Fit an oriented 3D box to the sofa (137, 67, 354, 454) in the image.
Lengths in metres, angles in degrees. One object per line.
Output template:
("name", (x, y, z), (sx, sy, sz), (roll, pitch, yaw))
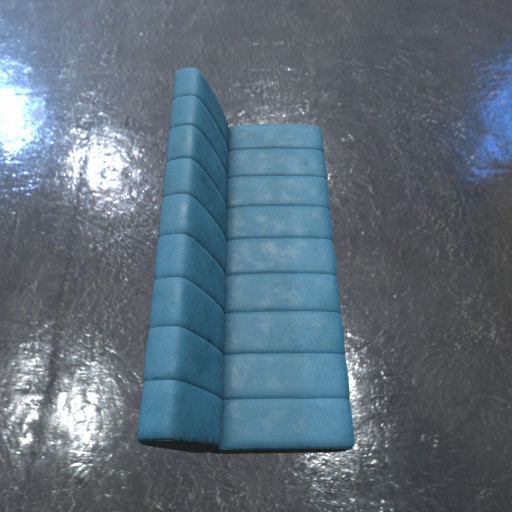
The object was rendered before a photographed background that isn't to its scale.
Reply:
("sofa", (0.000, 0.000, 2.240), (0.830, 0.825, 1.810), (-1, 62, 0))
